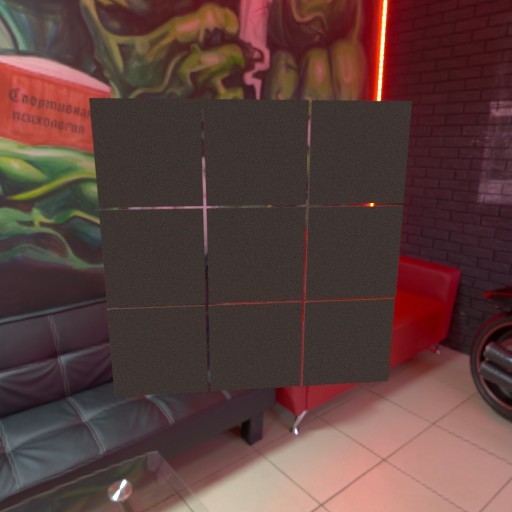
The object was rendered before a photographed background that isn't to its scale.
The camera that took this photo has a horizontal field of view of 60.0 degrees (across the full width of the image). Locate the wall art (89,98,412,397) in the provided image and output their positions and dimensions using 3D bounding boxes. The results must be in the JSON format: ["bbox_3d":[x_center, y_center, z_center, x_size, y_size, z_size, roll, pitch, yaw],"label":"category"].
[{"bbox_3d":[0.000,0.000,2.278,1.527,1.521,0.017,-2,15,-6],"label":"wall art"}]
